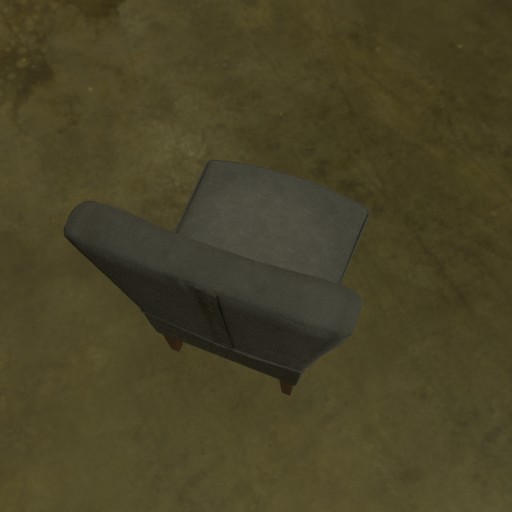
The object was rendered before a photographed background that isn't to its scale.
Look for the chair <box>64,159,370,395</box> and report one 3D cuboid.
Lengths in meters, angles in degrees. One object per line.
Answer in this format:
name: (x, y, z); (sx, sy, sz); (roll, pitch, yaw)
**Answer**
chair: (0.000, 0.000, 1.178); (0.521, 0.806, 0.554); (19, 65, 9)
